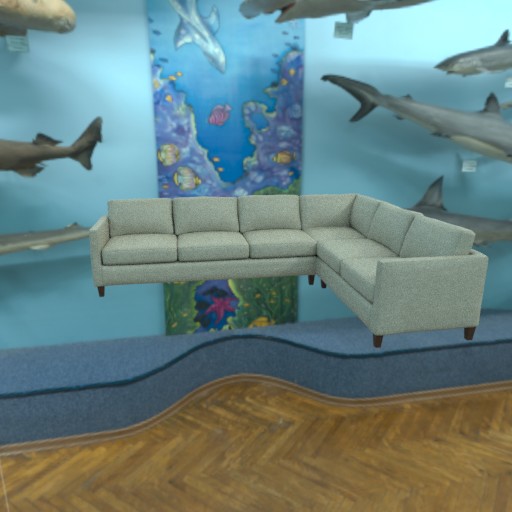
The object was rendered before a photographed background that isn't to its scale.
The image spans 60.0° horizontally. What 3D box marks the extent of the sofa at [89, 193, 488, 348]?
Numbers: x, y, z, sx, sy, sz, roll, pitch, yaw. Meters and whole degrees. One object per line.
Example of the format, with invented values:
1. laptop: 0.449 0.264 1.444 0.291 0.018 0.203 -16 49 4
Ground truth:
1. sofa: 0.000 0.000 4.435 3.333 0.934 2.522 -3 16 -9
